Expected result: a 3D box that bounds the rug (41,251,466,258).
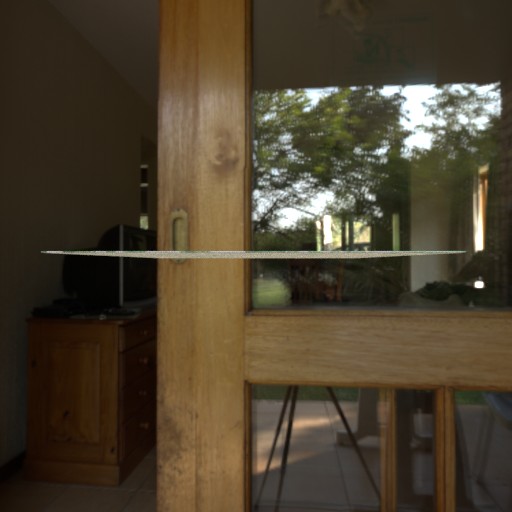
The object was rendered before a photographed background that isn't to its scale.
[{"bbox_3d":[0.000,0.000,4.058,2.436,0.007,3.045,0,-1,1],"label":"rug"}]
